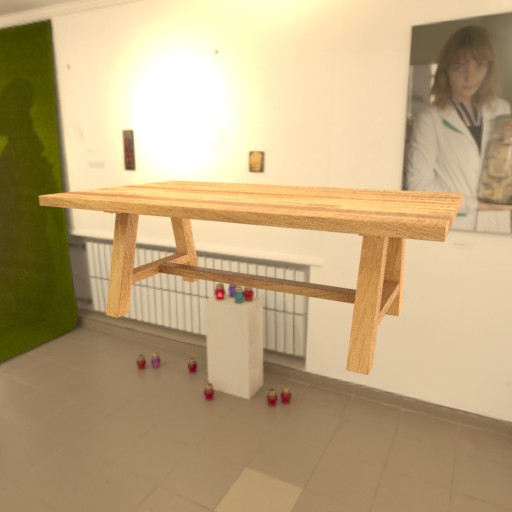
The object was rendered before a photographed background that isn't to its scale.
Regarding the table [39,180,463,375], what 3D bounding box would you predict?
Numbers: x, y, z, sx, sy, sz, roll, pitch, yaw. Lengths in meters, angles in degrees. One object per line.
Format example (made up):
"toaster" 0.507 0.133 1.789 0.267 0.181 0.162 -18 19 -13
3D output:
"table" 0.000 0.000 1.644 1.320 0.455 0.760 7 16 26
